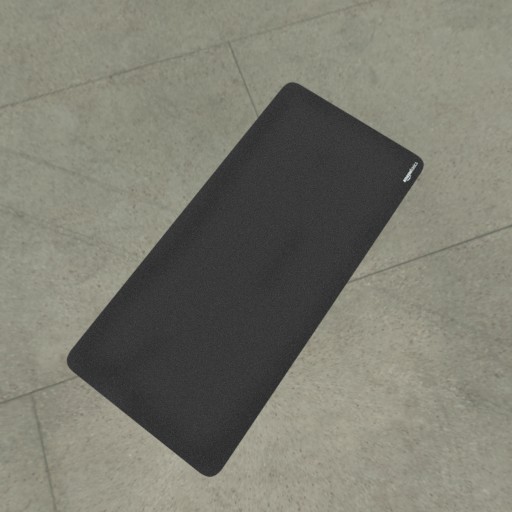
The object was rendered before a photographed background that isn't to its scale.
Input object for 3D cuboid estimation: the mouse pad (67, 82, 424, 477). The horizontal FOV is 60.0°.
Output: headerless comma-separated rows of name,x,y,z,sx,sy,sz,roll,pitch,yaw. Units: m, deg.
mouse pad,0.000,0.000,1.056,0.424,0.003,0.907,34,77,9
